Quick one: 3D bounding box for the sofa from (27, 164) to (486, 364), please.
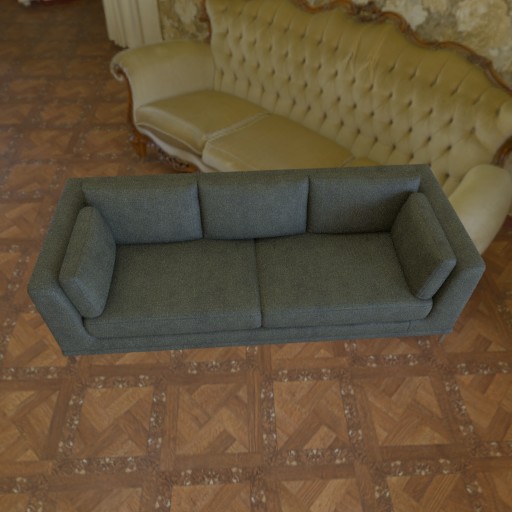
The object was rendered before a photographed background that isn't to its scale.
[{"bbox_3d":[0.000,0.000,2.847,2.415,0.867,0.969,-3,46,-3],"label":"sofa"}]
